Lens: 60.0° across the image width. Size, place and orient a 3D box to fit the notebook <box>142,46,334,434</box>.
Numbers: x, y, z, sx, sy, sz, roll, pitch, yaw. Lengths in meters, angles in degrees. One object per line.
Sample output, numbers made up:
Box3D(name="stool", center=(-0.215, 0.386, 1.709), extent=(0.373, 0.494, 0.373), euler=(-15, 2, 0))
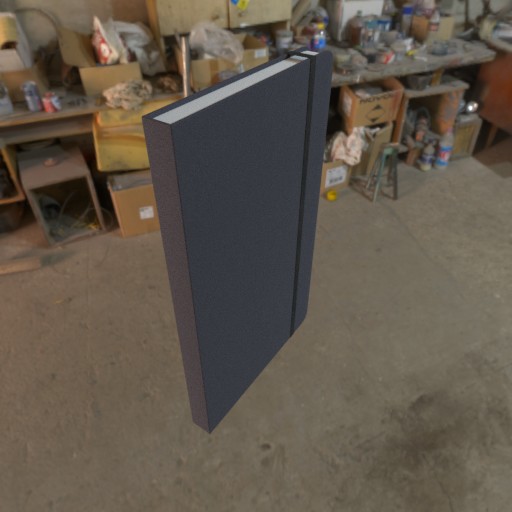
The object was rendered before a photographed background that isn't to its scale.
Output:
Box3D(name="notebook", center=(0.000, 0.000, 0.268), extent=(0.016, 0.213, 0.127), euler=(24, 45, 26))
